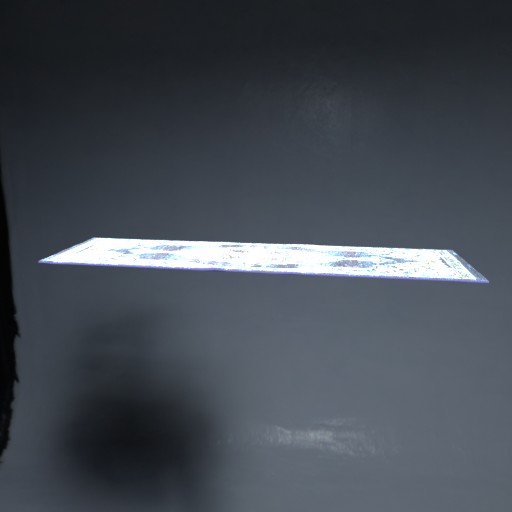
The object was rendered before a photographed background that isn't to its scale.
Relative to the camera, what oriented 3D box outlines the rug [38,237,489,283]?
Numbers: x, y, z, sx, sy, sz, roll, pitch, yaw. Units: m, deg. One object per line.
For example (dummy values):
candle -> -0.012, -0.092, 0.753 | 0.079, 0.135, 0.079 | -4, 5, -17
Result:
rug -> 0.000, 0.000, 2.505 | 2.283, 0.016, 0.602 | 2, 15, 8
